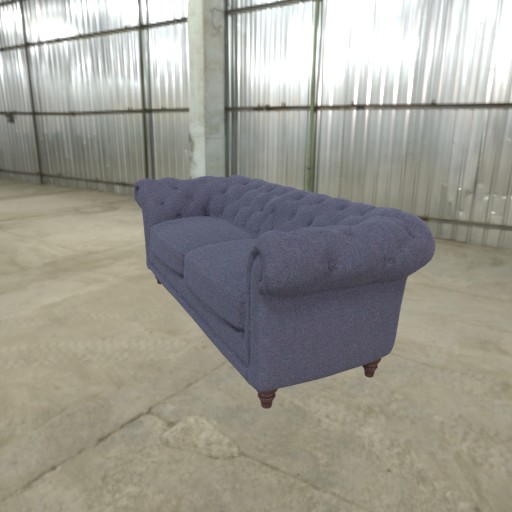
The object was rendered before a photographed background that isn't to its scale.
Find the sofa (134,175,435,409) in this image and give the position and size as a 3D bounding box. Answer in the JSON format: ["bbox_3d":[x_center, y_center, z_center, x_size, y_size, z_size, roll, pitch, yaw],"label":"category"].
[{"bbox_3d":[0.000,0.000,2.844,1.046,0.836,2.335,-8,18,-25],"label":"sofa"}]
